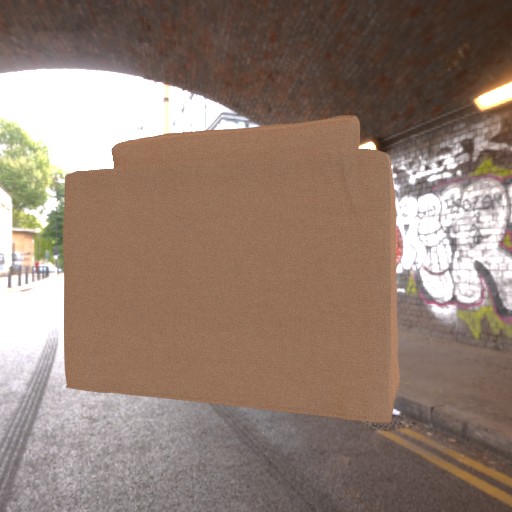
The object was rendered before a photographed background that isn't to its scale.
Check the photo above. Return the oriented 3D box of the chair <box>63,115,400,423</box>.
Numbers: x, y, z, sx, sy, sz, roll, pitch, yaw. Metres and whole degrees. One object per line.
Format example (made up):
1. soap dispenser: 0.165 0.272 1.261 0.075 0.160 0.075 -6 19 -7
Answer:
1. chair: 0.000 0.000 1.716 1.057 0.867 0.949 0 -1 19
